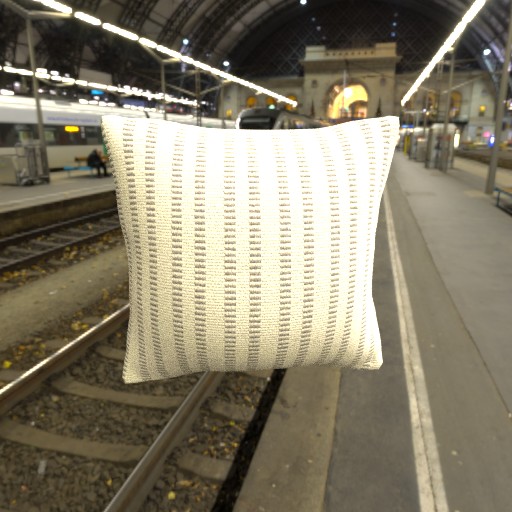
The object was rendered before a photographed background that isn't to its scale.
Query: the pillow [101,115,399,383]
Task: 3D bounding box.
[{"bbox_3d":[0.000,0.000,0.692,0.438,0.419,0.247,-2,15,-6],"label":"pillow"}]
